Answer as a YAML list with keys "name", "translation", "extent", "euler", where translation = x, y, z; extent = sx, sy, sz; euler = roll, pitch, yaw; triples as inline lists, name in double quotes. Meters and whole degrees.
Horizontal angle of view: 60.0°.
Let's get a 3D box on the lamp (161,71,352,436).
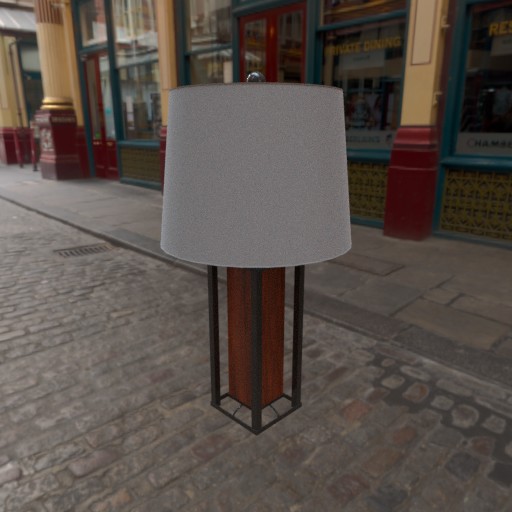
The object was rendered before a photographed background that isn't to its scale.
- name: "lamp"
  translation: [0.000, 0.000, 0.763]
  extent: [0.320, 0.591, 0.320]
  euler: [0, 15, 0]
